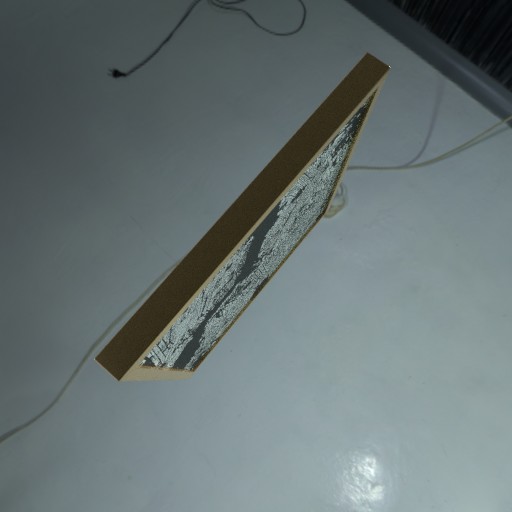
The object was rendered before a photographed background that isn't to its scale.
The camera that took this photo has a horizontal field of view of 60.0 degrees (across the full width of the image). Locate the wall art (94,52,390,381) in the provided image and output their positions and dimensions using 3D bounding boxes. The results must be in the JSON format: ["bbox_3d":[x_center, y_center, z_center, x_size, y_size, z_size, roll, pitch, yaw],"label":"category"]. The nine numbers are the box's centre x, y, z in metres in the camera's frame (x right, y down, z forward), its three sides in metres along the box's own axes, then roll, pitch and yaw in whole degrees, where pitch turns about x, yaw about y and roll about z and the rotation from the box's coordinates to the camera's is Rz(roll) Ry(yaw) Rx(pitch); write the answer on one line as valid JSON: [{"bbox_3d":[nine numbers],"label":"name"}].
[{"bbox_3d":[0.000,0.000,0.464,0.023,0.305,0.305,38,78,10],"label":"wall art"}]
